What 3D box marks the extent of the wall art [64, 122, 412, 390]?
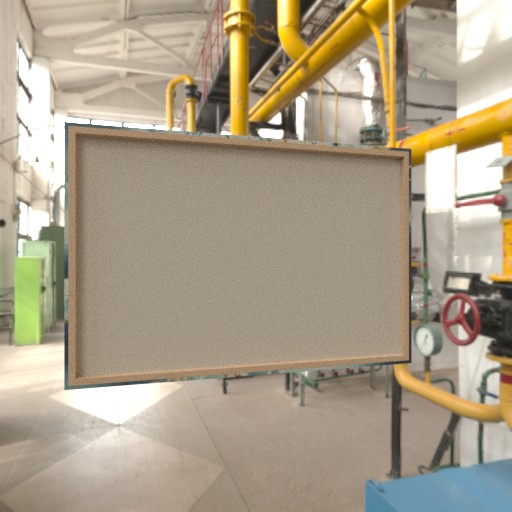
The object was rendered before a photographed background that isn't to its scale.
[{"bbox_3d":[0.000,0.000,1.428,1.138,0.759,0.035,0,0,-16],"label":"wall art"}]
